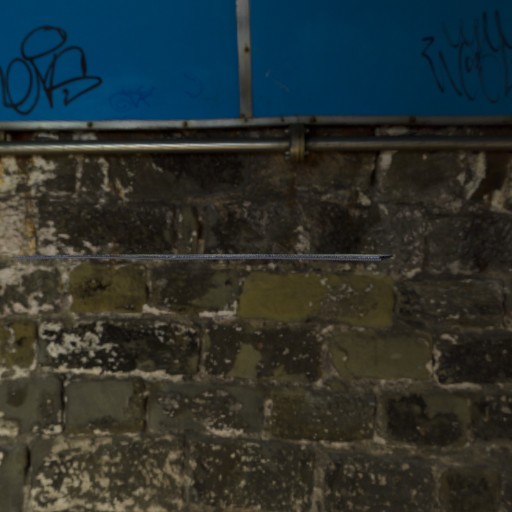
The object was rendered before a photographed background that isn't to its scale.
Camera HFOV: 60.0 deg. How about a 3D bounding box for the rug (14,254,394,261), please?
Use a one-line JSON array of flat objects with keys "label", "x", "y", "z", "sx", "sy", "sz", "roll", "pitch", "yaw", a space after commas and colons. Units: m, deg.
[{"label": "rug", "x": 0.000, "y": 0.000, "z": 4.678, "sx": 2.716, "sy": 0.035, "sz": 3.612, "roll": 0, "pitch": 0, "yaw": 18}]
